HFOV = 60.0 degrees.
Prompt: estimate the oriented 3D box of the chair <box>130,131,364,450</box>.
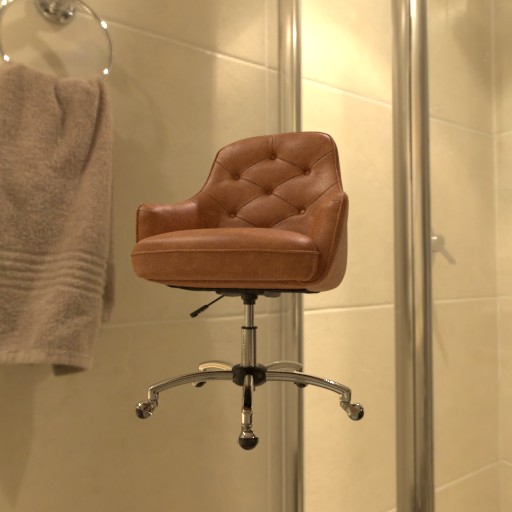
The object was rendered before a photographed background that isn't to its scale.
[{"bbox_3d":[0.000,0.000,1.329,0.628,0.909,0.615,-1,-2,19],"label":"chair"}]
